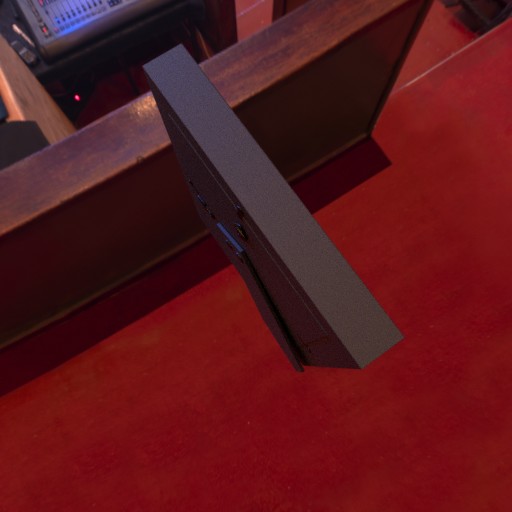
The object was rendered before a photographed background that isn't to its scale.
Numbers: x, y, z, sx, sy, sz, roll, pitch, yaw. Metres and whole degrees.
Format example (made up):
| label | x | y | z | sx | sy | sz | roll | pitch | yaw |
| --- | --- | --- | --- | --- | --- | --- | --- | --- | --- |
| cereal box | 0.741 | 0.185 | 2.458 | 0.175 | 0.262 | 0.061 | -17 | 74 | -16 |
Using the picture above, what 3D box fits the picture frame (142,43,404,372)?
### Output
| label | x | y | z | sx | sy | sz | roll | pitch | yaw |
| --- | --- | --- | --- | --- | --- | --- | --- | --- | --- |
| picture frame | 0.000 | 0.000 | 0.282 | 0.028 | 0.208 | 0.157 | -34 | 79 | -8 |
